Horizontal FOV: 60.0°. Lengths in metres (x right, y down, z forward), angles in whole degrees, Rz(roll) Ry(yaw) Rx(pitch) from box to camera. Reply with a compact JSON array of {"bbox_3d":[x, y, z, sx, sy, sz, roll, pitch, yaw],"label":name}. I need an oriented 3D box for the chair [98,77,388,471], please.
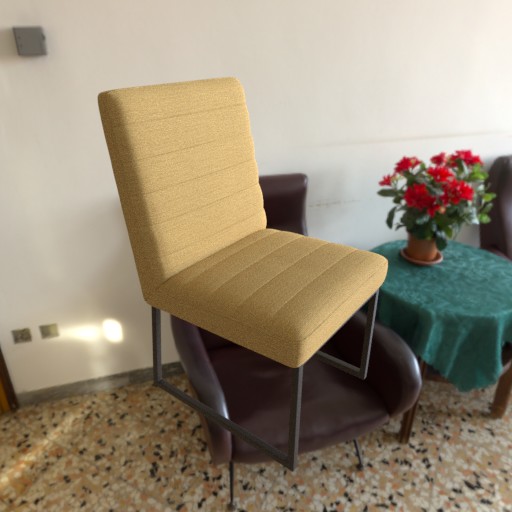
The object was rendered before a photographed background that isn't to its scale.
[{"bbox_3d":[0.000,0.000,1.305,0.634,0.930,0.520,19,32,33],"label":"chair"}]
